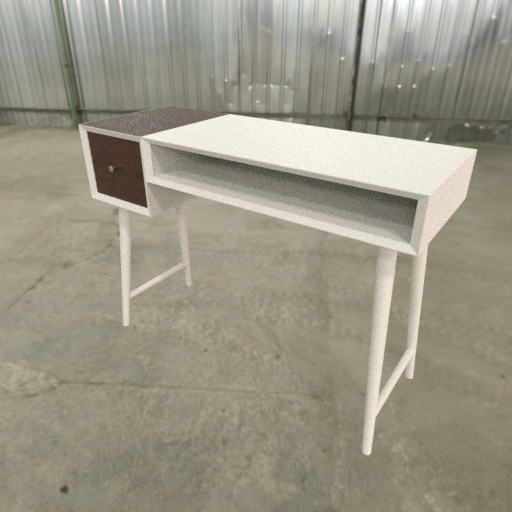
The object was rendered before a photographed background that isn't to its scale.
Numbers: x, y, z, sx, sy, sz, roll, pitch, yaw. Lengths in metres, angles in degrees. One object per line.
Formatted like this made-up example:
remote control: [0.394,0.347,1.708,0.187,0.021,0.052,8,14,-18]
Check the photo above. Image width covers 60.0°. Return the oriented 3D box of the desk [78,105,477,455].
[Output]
desk: [0.000,0.000,1.416,1.069,0.761,0.409,19,34,31]
